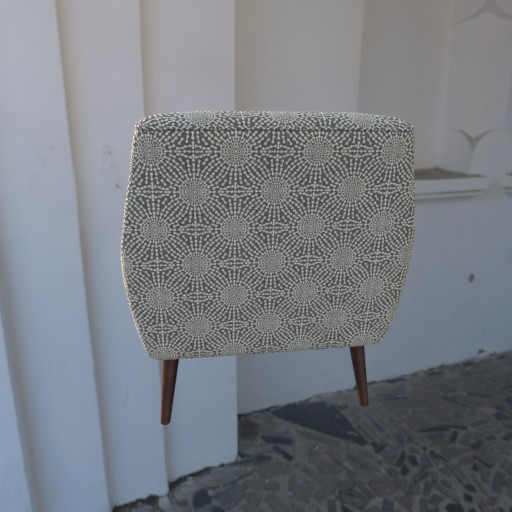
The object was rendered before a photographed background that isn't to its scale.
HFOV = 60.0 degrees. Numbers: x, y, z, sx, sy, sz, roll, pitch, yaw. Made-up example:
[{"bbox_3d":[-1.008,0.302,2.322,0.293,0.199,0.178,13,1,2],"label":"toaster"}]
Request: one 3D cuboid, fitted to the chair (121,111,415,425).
[{"bbox_3d":[0.000,0.000,1.416,0.762,0.838,0.787,-2,15,-8],"label":"chair"}]
